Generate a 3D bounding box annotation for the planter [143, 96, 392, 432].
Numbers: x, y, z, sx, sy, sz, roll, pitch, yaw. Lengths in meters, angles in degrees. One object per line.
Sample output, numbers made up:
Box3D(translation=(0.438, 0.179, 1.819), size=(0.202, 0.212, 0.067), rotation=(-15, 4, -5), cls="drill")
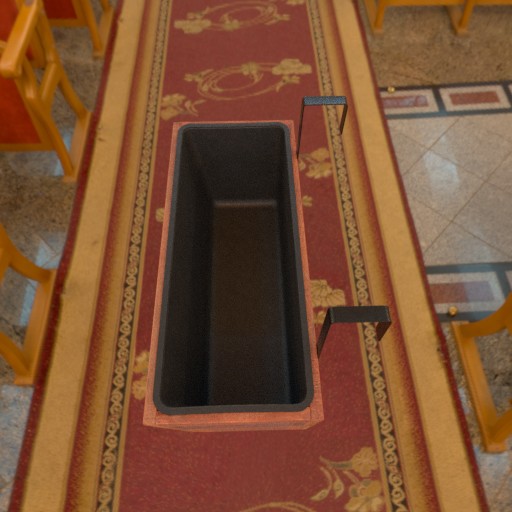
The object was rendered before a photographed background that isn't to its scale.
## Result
Box3D(translation=(0.000, 0.000, 0.648), size=(0.262, 0.289, 0.480), rotation=(-1, 58, -1), cls="planter")
